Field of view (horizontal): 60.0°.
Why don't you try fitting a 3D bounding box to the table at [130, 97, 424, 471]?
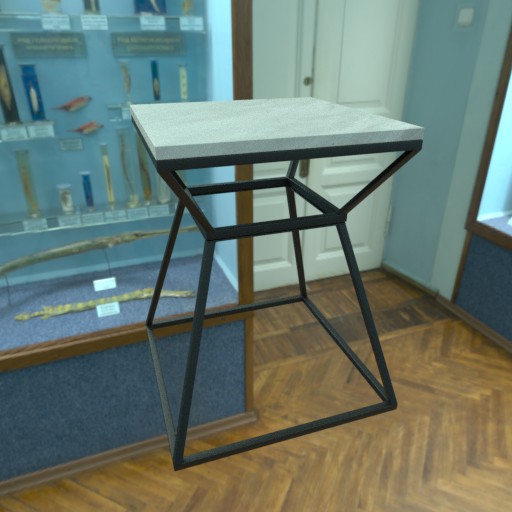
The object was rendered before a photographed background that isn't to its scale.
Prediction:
[{"bbox_3d":[0.000,0.000,0.909,0.455,0.559,0.455,-9,28,-17],"label":"table"}]
